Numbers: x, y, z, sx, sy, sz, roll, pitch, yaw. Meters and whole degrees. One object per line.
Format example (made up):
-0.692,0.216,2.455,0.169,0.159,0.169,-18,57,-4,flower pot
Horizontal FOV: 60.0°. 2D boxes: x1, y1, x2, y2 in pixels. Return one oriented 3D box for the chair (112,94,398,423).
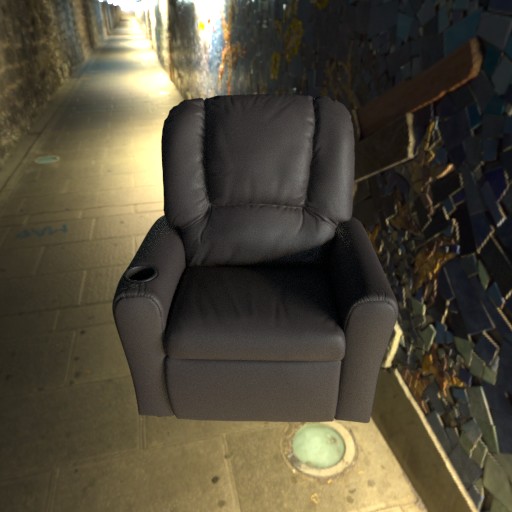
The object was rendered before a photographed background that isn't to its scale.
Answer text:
0.000,0.000,1.119,0.610,0.709,0.521,1,30,1,chair
